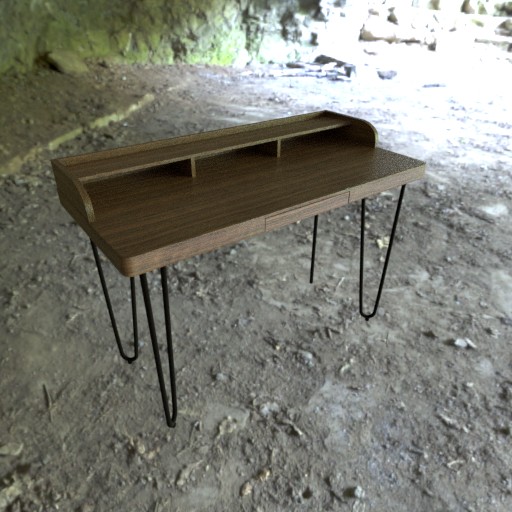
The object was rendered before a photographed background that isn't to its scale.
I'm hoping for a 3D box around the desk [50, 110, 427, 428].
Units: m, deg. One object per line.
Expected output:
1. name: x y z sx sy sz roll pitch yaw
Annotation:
1. desk: 0.000 0.000 1.723 1.200 0.854 0.565 -20 36 -31
